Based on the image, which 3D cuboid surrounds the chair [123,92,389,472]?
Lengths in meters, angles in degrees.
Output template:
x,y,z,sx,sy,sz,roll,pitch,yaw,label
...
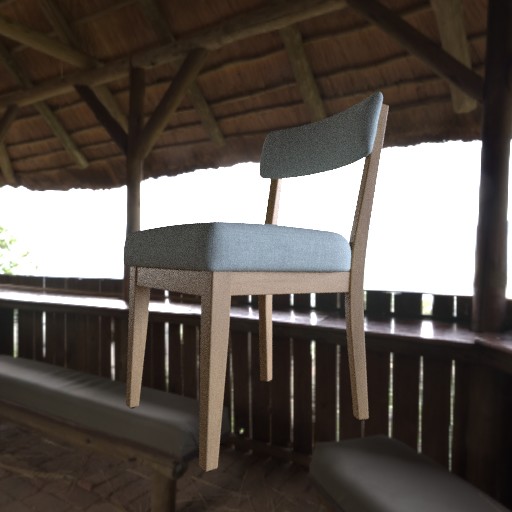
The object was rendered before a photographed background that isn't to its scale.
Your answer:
x,y,z,sx,sy,sz,roll,pitch,yaw,label
0.000,0.000,1.185,0.572,0.832,0.508,0,0,-35,chair
